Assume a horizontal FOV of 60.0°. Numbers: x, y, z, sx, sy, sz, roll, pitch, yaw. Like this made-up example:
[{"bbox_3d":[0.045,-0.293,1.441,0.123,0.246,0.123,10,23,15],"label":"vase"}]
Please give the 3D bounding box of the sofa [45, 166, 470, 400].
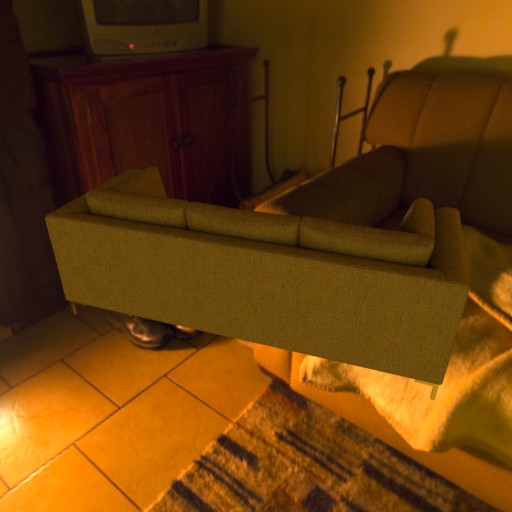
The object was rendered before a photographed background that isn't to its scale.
[{"bbox_3d":[0.000,0.000,2.927,2.415,0.867,0.969,10,31,16],"label":"sofa"}]
